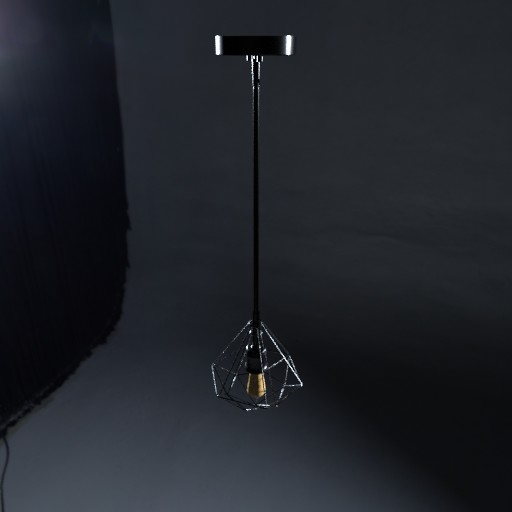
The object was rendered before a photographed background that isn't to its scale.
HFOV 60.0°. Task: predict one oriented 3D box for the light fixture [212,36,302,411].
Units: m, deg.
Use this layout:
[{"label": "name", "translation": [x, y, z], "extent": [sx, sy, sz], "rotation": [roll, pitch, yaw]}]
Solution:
[{"label": "light fixture", "translation": [0.000, 0.000, 1.988], "extent": [0.487, 1.764, 0.431], "rotation": [8, 27, 17]}]
